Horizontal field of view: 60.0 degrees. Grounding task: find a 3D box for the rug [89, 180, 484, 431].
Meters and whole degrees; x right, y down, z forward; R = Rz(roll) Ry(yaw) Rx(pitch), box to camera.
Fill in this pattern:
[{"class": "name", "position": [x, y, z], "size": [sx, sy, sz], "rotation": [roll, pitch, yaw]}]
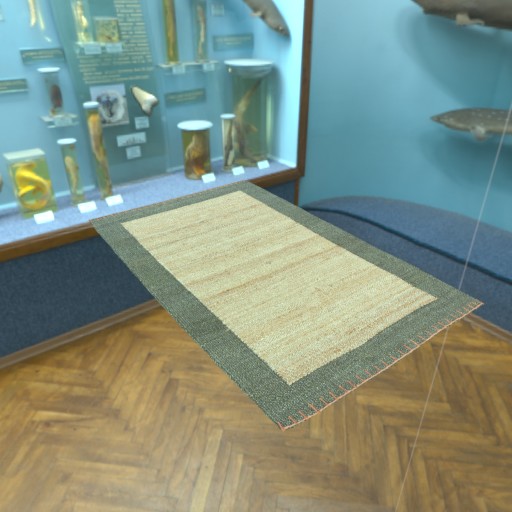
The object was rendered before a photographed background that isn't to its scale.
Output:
[{"class": "rug", "position": [0.000, 0.000, 3.008], "size": [1.521, 0.006, 2.435], "rotation": [-20, 36, -30]}]
